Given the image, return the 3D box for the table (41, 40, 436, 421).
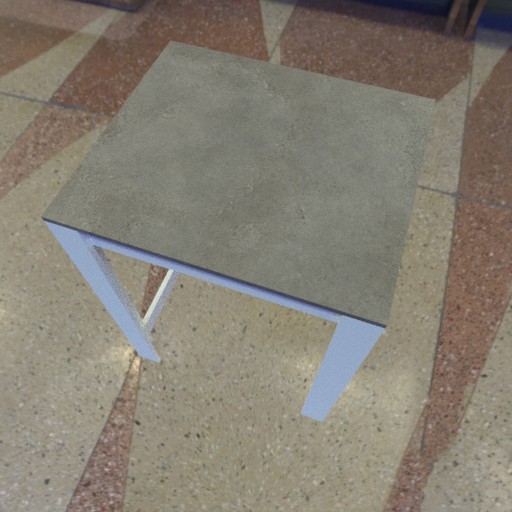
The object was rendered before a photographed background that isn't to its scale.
[{"bbox_3d":[0.000,0.000,1.555,0.800,1.020,0.700,17,61,10],"label":"table"}]
